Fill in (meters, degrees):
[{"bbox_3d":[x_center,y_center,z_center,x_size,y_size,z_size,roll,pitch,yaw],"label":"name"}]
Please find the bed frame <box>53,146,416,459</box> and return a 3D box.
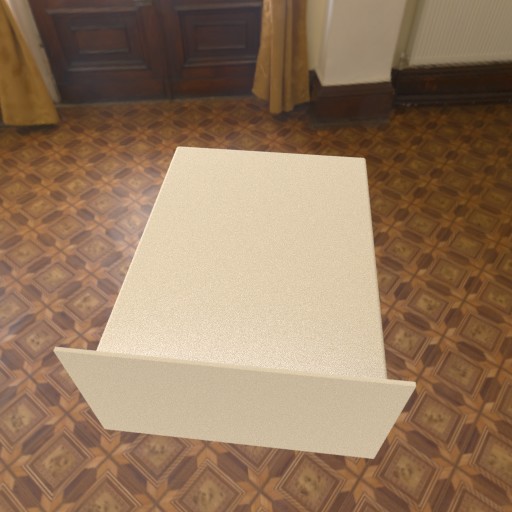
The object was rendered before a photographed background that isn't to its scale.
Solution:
[{"bbox_3d":[0.000,0.000,2.626,1.400,0.800,1.900,5,48,4],"label":"bed frame"}]
